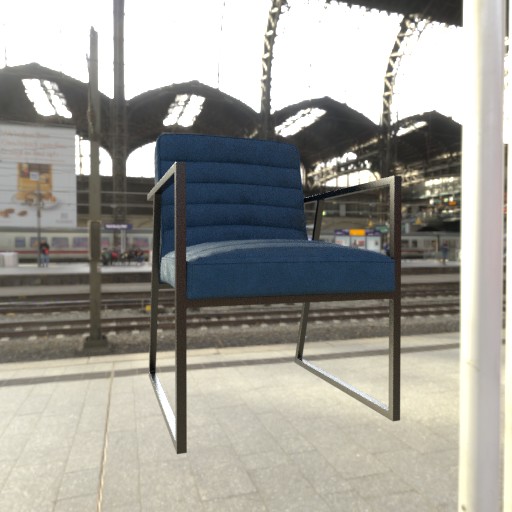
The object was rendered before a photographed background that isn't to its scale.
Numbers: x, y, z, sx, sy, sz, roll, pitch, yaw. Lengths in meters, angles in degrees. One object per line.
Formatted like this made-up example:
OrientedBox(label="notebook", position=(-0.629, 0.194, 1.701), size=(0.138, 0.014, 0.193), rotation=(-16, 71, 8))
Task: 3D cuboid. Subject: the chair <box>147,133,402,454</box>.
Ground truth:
OrientedBox(label="chair", position=(0.000, 0.000, 1.319), size=(0.571, 0.833, 0.677), rotation=(0, 1, -19))
